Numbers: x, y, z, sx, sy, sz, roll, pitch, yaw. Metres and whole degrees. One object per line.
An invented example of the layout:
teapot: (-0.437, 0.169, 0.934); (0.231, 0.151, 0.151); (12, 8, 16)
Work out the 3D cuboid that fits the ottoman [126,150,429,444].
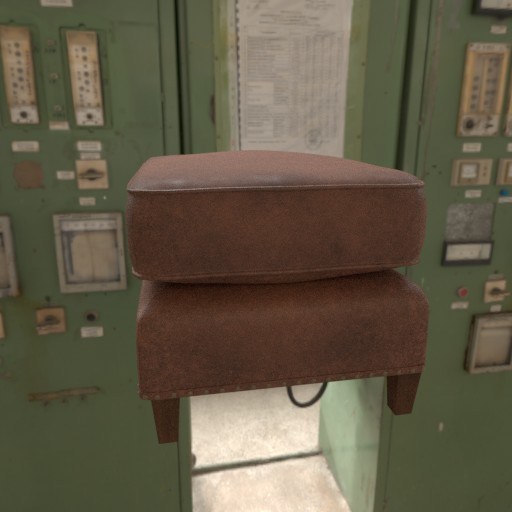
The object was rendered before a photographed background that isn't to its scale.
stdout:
ottoman: (0.000, 0.000, 1.154); (0.589, 0.537, 0.738); (-3, 17, -10)
